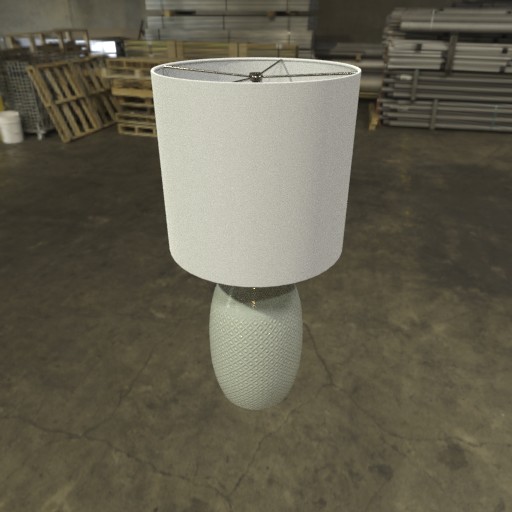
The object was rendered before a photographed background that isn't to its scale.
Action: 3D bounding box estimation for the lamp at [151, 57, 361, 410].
[{"bbox_3d":[0.000,0.000,0.575,0.217,0.453,0.217,8,30,13],"label":"lamp"}]
